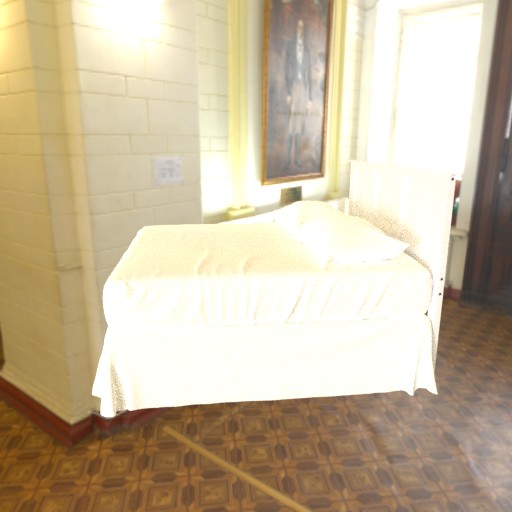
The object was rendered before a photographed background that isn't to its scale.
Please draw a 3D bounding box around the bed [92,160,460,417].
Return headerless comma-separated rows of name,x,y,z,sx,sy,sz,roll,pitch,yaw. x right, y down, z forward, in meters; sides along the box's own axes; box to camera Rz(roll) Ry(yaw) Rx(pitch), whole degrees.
bed,0.000,0.000,3.158,2.047,1.269,1.876,-2,15,-7
